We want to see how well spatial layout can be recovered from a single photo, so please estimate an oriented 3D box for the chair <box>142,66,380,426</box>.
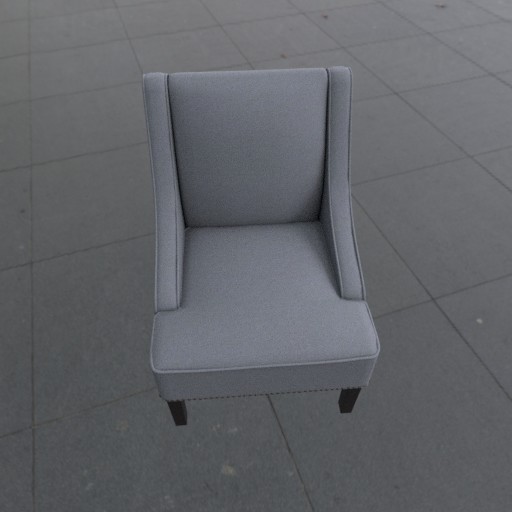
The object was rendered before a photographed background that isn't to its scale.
[{"bbox_3d":[0.000,0.000,1.387,0.631,0.867,0.747,-3,47,-3],"label":"chair"}]
